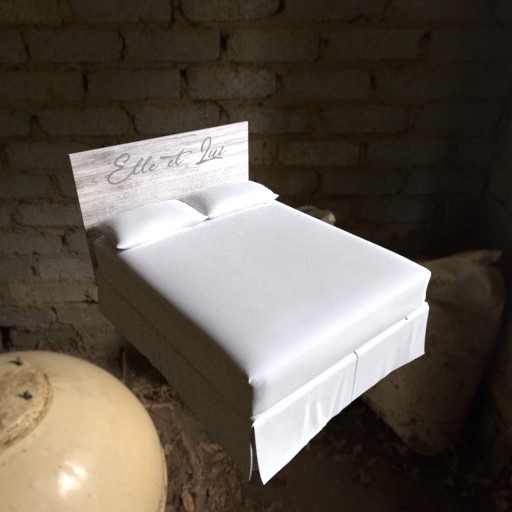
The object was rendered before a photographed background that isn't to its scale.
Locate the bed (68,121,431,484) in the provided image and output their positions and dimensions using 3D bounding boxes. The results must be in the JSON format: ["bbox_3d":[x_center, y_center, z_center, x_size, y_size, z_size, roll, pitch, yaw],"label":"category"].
[{"bbox_3d":[0.000,0.000,3.206,1.745,1.335,2.094,-22,36,-34],"label":"bed"}]
